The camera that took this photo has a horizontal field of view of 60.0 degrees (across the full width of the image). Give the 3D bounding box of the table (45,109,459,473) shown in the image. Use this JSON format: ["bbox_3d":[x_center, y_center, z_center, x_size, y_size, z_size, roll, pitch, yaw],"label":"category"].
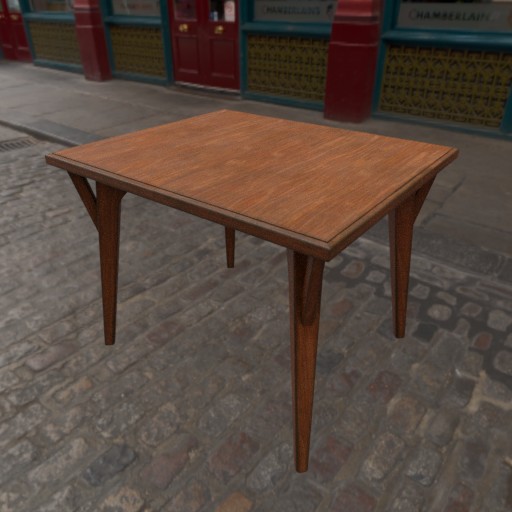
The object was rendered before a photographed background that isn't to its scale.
[{"bbox_3d":[0.000,0.000,1.569,0.991,0.761,0.838,21,36,32],"label":"table"}]
